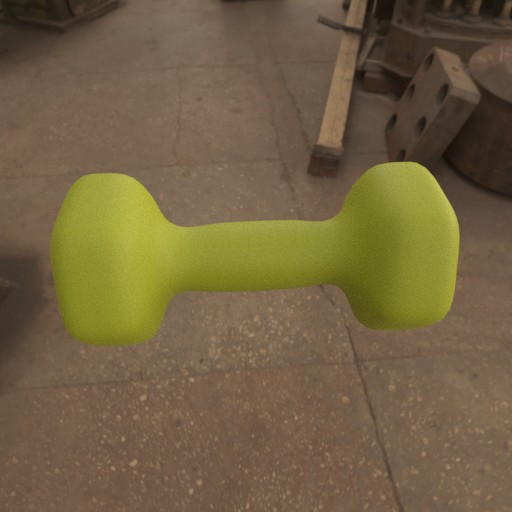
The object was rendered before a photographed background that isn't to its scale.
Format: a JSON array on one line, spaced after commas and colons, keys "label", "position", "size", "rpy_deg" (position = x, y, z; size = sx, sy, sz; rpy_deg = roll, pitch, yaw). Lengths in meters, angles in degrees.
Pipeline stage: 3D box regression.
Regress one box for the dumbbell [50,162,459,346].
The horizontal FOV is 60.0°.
[{"label": "dumbbell", "position": [0.000, 0.000, 0.200], "size": [0.164, 0.072, 0.080], "rpy_deg": [-2, 46, -2]}]
